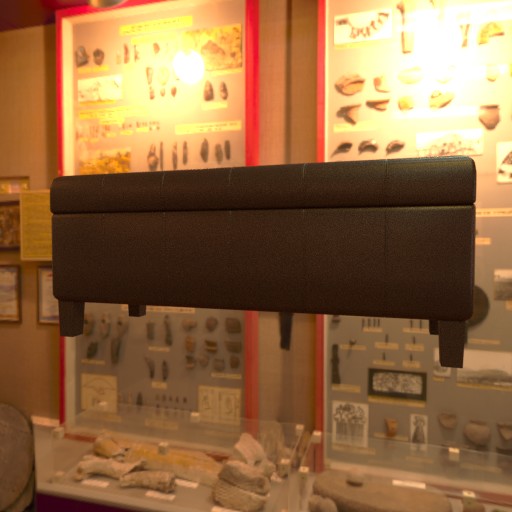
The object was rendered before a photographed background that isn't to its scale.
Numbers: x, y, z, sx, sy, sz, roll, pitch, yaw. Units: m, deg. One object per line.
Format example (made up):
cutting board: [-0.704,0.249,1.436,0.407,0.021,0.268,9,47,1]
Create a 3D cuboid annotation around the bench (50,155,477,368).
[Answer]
bench: [0.000,0.000,1.284,1.092,0.457,0.429,1,2,18]
